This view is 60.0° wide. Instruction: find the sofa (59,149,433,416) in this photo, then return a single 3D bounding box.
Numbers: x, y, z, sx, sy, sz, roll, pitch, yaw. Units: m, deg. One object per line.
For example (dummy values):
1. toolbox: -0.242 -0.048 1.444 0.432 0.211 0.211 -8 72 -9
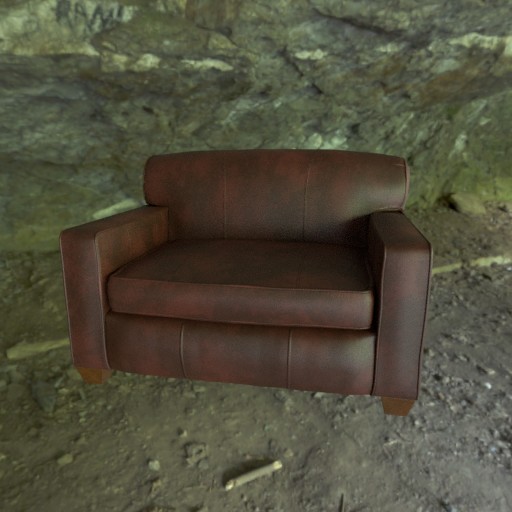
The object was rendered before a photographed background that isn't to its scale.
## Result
1. sofa: 0.000 0.000 2.045 1.413 0.956 1.000 3 14 10
